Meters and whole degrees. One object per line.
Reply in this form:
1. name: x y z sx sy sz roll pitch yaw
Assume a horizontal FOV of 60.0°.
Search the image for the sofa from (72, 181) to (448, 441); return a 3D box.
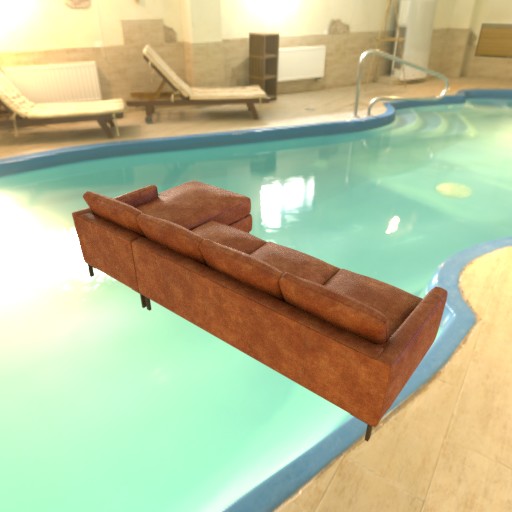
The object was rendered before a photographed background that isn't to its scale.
1. sofa: 0.000 0.000 3.677 2.993 0.859 1.471 22 37 33
